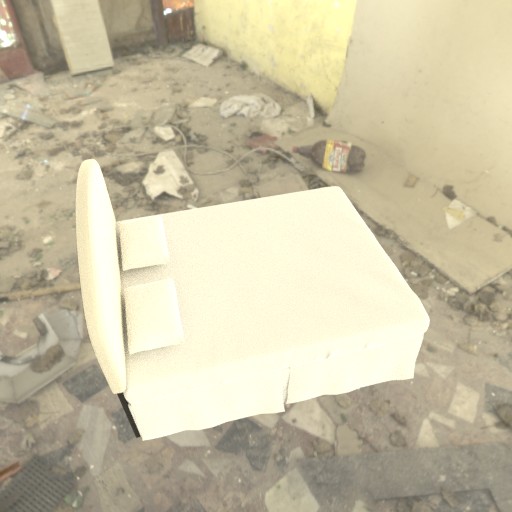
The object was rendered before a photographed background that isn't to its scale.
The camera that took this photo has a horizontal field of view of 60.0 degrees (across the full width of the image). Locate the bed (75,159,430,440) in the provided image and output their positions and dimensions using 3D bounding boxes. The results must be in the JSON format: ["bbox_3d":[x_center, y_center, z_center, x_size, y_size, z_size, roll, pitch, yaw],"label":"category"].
[{"bbox_3d":[0.000,0.000,3.040,2.005,1.410,1.607,-11,45,-11],"label":"bed"}]
